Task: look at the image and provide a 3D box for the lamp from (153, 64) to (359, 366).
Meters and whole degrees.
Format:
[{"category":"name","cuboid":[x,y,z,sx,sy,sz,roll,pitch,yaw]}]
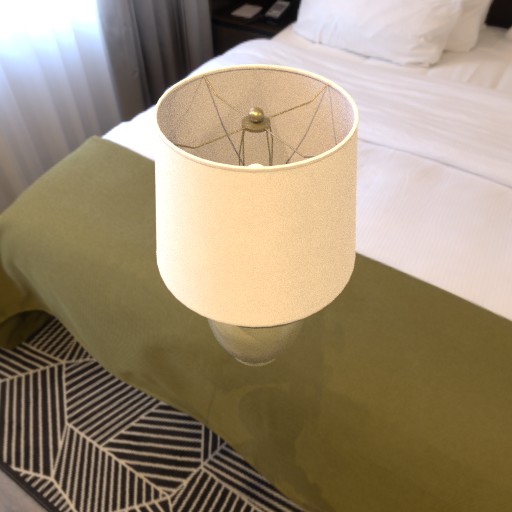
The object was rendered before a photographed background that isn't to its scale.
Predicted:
[{"category":"lamp","cuboid":[0.000,0.000,0.555,0.239,0.399,0.239,0,47,0]}]
